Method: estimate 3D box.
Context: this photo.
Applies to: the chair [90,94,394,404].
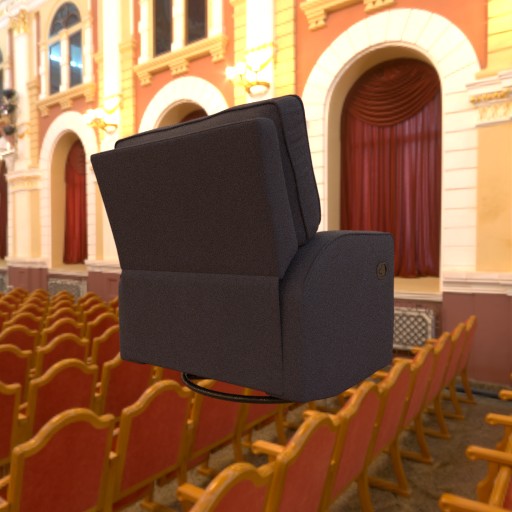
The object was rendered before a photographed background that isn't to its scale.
[{"bbox_3d":[0.000,0.000,1.717,0.861,0.962,0.964,1,1,37],"label":"chair"}]
